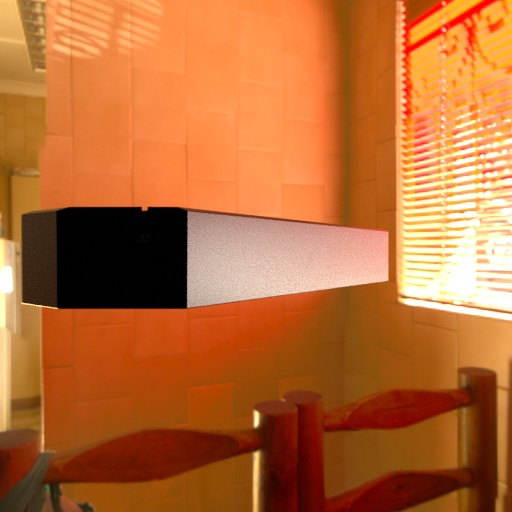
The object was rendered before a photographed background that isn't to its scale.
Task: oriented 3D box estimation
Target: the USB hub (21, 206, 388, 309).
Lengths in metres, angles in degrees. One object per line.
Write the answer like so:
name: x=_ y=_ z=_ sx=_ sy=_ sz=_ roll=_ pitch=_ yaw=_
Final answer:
USB hub: x=0.000 y=0.000 z=0.157 sx=0.044 sy=0.023 sz=0.145 roll=0 pitch=1 yaw=37
